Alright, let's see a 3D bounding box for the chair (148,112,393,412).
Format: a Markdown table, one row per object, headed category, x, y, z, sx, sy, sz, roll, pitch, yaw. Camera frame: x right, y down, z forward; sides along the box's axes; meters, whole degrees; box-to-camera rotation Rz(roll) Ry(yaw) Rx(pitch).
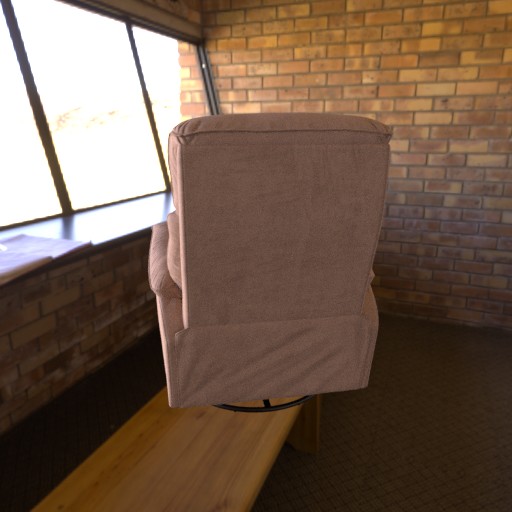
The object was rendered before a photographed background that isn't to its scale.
| category | x | y | z | sx | sy | sz | roll | pitch | yaw |
| --- | --- | --- | --- | --- | --- | --- | --- | --- | --- |
| chair | 0.000 | 0.000 | 1.726 | 0.820 | 1.037 | 1.004 | -3 | 16 | -10 |
